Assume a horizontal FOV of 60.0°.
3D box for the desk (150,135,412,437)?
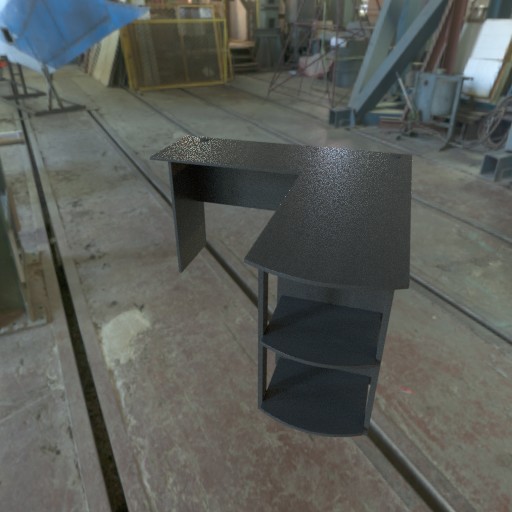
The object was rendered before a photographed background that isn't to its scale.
[{"bbox_3d":[0.000,0.000,2.122,1.303,0.716,1.361,9,31,15],"label":"desk"}]
